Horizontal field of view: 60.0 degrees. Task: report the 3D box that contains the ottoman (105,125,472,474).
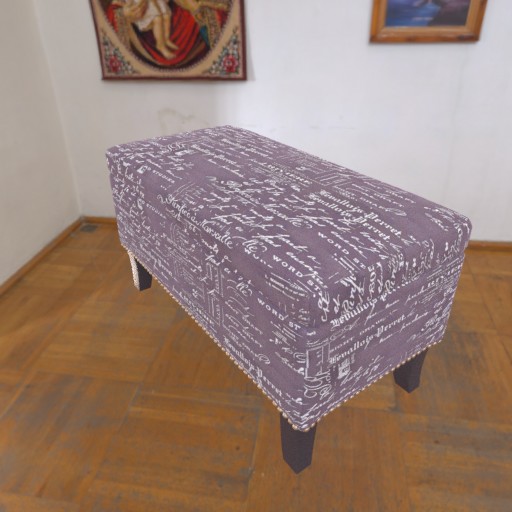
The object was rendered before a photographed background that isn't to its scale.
[{"bbox_3d":[0.000,0.000,1.069,0.406,0.457,0.813,-20,37,-30],"label":"ottoman"}]
